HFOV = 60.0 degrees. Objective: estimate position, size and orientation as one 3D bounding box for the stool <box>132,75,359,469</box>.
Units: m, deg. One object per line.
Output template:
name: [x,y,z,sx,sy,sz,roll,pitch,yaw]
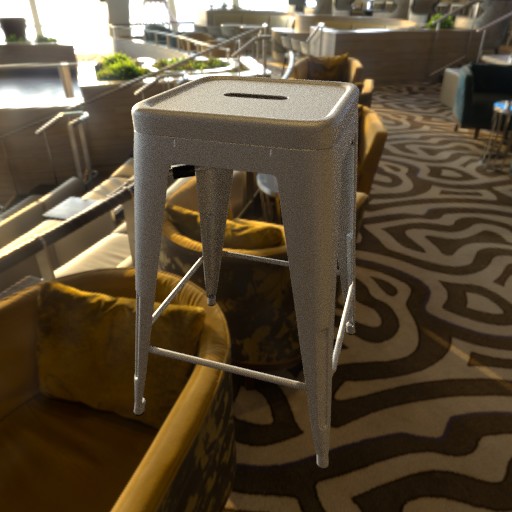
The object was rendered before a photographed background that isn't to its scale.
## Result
stool: [0.000,0.000,0.868,0.406,0.610,0.406,10,33,15]
